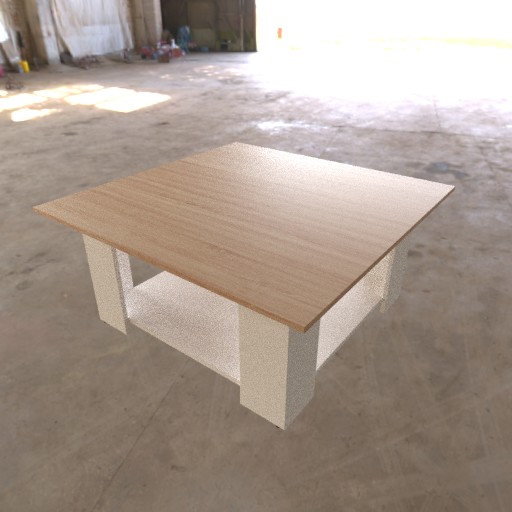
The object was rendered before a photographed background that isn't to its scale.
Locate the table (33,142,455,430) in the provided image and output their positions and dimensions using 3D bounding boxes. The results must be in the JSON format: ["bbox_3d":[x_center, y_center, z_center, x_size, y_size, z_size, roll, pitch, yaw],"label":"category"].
[{"bbox_3d":[0.000,0.000,1.060,0.670,0.305,0.670,20,35,32],"label":"table"}]
